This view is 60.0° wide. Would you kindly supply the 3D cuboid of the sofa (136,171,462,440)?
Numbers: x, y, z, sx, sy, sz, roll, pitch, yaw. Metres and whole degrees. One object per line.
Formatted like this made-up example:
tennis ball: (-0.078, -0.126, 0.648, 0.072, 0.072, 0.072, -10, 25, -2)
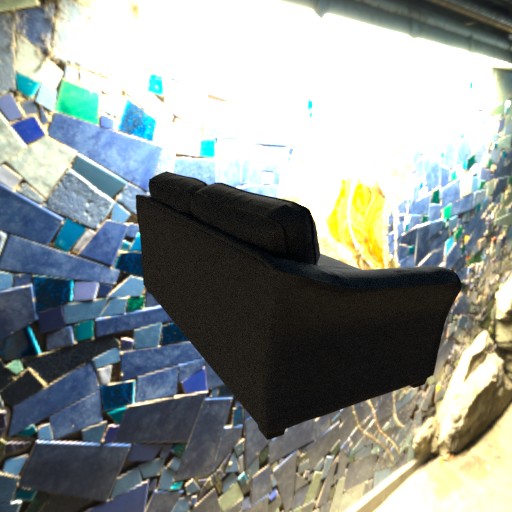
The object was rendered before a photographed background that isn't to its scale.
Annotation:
sofa: (0.000, 0.000, 2.734, 0.971, 0.950, 2.270, -8, 17, -26)
